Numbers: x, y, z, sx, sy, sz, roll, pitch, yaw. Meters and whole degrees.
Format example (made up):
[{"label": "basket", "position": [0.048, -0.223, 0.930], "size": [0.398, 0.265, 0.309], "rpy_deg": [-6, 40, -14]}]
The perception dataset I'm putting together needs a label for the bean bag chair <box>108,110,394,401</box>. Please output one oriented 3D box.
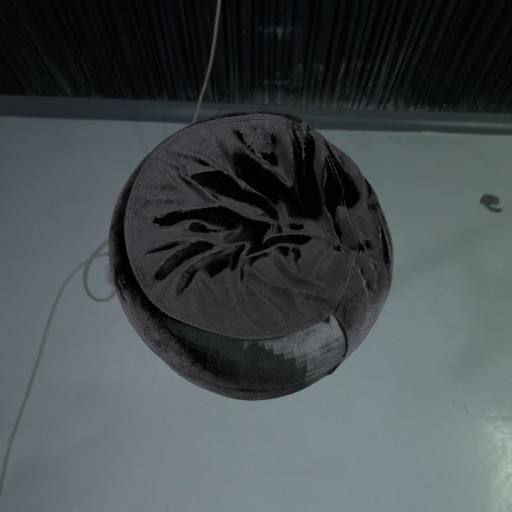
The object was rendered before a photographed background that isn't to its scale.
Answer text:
[{"label": "bean bag chair", "position": [0.000, 0.000, 1.522], "size": [0.918, 0.605, 0.918], "rpy_deg": [0, 65, 0]}]
